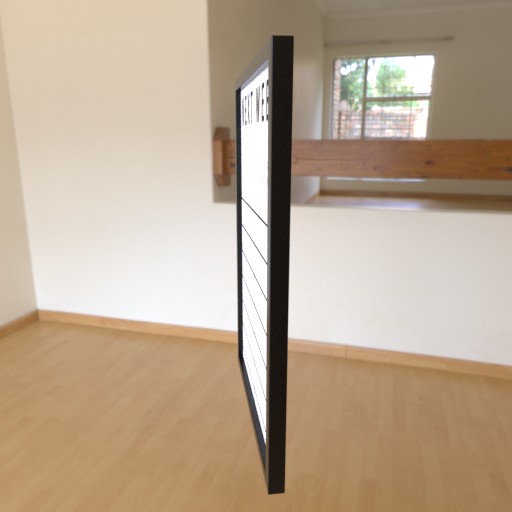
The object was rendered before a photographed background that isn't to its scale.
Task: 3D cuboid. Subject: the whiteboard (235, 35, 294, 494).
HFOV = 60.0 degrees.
[{"bbox_3d":[0.000,0.000,0.761,0.026,0.611,0.406,-2,15,-8],"label":"whiteboard"}]
